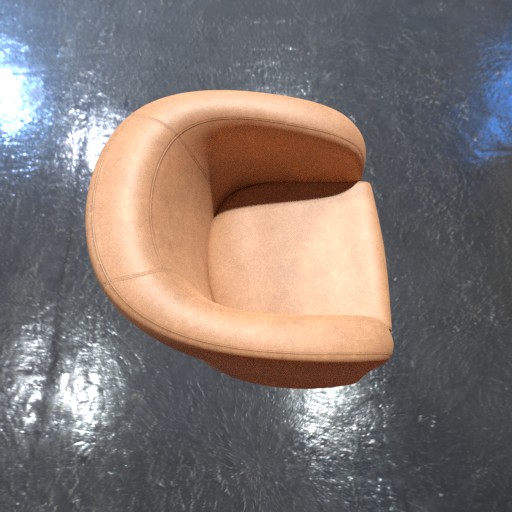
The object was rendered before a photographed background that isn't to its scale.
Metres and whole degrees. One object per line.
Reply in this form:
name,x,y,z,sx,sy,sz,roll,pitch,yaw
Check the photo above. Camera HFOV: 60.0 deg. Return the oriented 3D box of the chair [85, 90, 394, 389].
chair,0.000,0.000,1.398,0.815,0.771,0.791,0,65,0
